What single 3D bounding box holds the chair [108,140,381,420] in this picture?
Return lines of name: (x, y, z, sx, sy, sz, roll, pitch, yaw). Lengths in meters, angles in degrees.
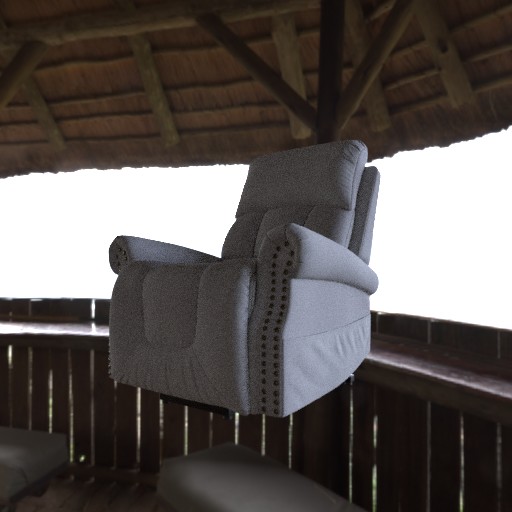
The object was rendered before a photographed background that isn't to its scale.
chair: (0.000, 0.000, 1.753, 0.871, 1.031, 0.979, -1, -2, 36)
